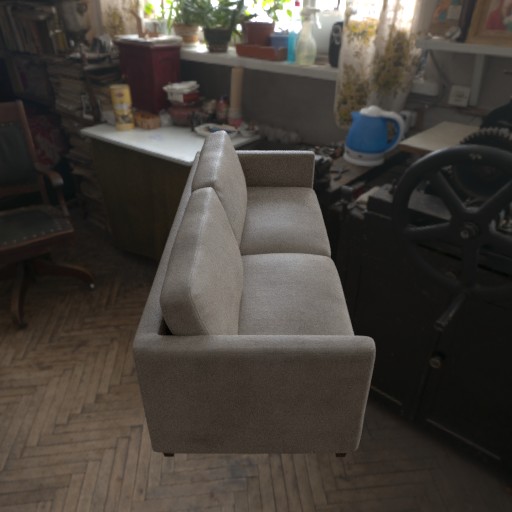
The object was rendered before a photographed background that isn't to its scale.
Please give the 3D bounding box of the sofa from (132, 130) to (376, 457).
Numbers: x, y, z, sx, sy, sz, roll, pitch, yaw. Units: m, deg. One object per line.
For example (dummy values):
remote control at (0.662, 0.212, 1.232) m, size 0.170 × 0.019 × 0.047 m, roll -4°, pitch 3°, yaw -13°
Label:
sofa at (0.000, 0.000, 2.699) m, size 0.951 × 0.965 × 2.208 m, roll 0°, pitch 33°, yaw 0°
